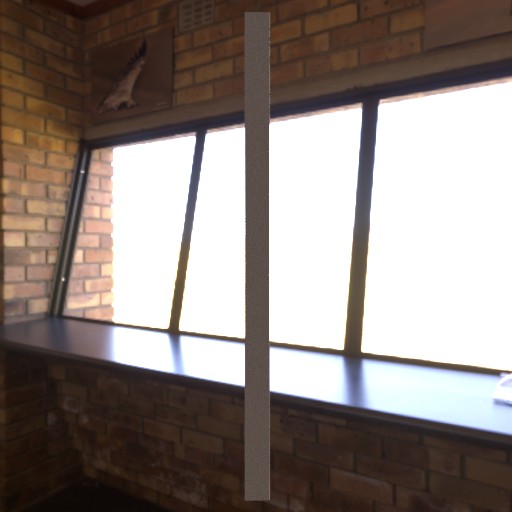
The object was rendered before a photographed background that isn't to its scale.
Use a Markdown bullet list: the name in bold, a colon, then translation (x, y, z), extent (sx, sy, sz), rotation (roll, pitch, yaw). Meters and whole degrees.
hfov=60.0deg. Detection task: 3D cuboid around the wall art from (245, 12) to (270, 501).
- **wall art**: translation (0.000, 0.000, 0.938), extent (0.039, 0.753, 0.511), rotation (0, 1, 0)
